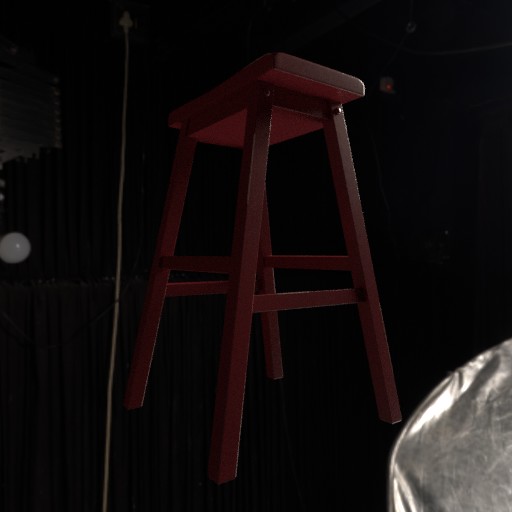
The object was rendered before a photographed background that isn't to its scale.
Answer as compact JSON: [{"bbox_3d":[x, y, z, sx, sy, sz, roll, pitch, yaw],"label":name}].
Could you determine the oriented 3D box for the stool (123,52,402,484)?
[{"bbox_3d":[0.000,0.000,1.038,0.476,0.737,0.457,0,0,-35],"label":"stool"}]
